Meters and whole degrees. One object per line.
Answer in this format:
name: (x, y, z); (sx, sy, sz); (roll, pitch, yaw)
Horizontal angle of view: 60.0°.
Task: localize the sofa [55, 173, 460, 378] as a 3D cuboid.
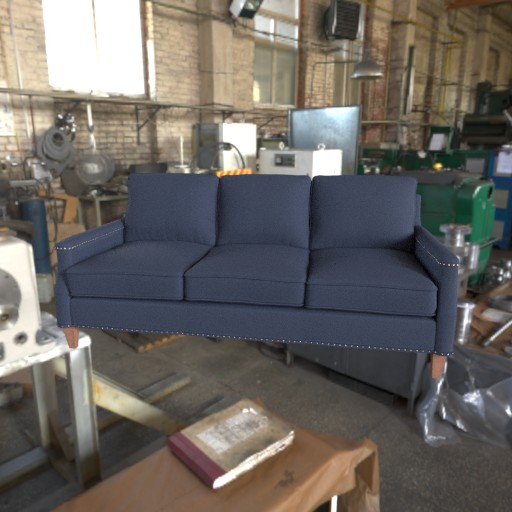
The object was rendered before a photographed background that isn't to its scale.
sofa: (0.000, 0.000, 2.869); (2.246, 1.003, 1.084); (2, 14, 9)
